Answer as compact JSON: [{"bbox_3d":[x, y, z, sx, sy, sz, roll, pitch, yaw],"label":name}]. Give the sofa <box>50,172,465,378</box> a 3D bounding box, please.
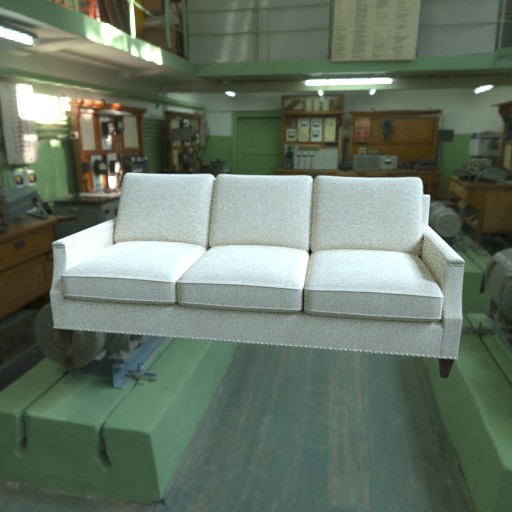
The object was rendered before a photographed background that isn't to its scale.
[{"bbox_3d":[0.000,0.000,2.767,2.210,0.940,1.041,3,16,9],"label":"sofa"}]
